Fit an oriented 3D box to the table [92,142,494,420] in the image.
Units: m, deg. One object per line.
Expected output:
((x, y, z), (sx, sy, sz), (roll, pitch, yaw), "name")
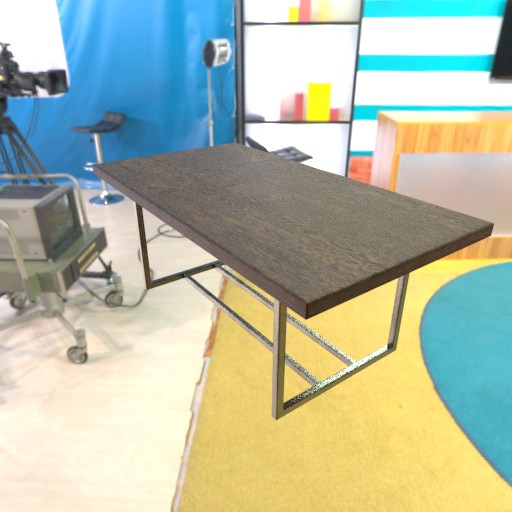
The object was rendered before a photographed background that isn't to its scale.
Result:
((0.000, 0.000, 2.507), (1.078, 0.795, 1.989), (-18, 32, -32), "table")
